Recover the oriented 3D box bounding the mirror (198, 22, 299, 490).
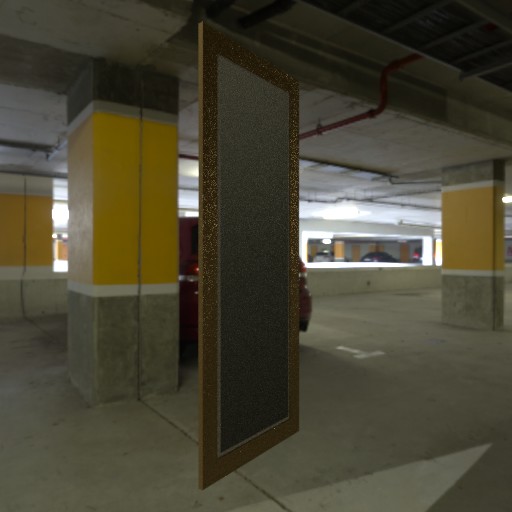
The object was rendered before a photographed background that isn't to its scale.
[{"bbox_3d":[0.000,0.000,2.255,0.025,2.031,0.812,0,0,36],"label":"mirror"}]
